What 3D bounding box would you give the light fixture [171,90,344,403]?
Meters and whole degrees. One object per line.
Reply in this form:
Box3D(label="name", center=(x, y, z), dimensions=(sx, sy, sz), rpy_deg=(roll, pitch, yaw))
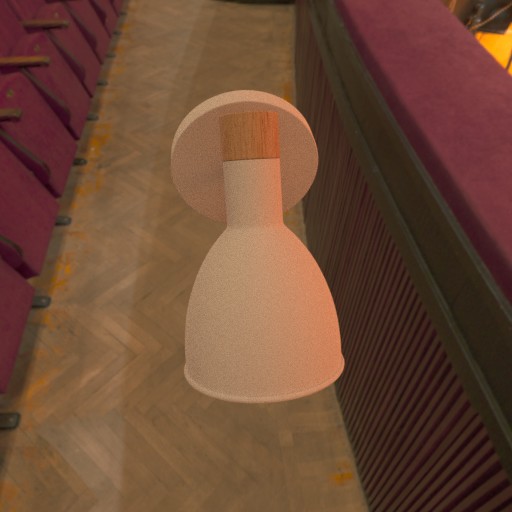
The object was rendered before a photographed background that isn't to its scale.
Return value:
Box3D(label="light fixture", center=(0.000, 0.000, 0.337), dimensions=(0.127, 0.199, 0.209), rpy_deg=(-4, 46, -4))
